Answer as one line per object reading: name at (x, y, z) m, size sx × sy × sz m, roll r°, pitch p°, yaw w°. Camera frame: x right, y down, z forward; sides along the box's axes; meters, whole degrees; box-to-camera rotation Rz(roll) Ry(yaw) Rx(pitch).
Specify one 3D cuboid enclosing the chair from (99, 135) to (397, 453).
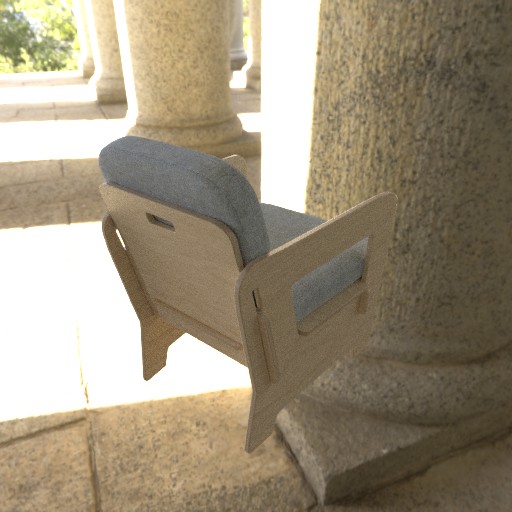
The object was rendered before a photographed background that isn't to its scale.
chair at (0.000, 0.000, 1.322) m, size 0.590 × 0.800 × 0.710 m, roll 21°, pitch 36°, yaw 33°
